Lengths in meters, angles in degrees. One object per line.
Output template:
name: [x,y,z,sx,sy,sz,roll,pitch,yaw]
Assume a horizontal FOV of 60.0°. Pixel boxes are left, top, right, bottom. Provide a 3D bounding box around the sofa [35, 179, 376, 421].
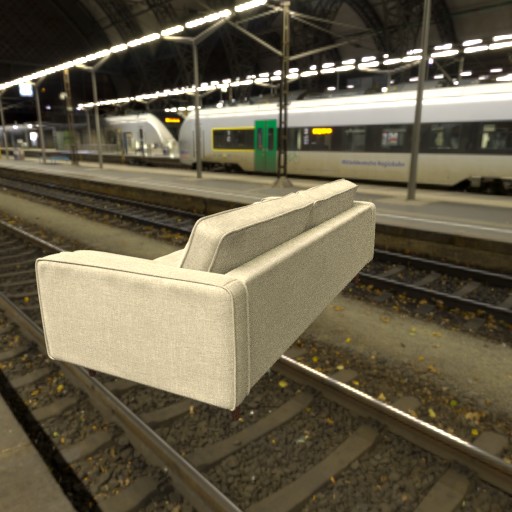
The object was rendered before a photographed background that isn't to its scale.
sofa: [0.000,0.000,2.547,0.914,0.762,2.211,7,16,25]
